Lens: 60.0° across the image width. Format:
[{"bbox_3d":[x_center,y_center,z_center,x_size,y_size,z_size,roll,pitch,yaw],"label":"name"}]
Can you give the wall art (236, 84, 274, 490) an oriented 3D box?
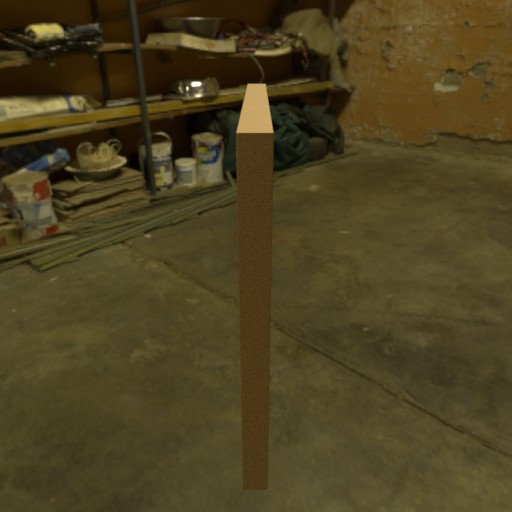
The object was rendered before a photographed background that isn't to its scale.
[{"bbox_3d":[0.000,0.000,0.761,0.036,0.509,0.509,0,26,0],"label":"wall art"}]
